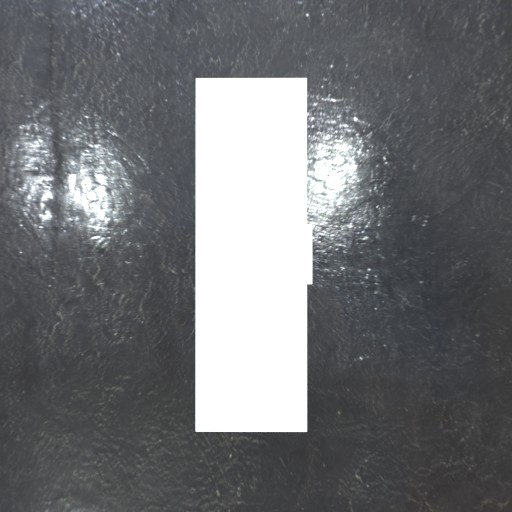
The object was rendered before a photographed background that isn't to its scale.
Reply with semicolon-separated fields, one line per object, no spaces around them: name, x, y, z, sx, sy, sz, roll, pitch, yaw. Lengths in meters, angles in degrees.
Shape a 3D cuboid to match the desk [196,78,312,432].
desk;0.000;0.000;1.580;0.250;1.280;0.750;0;90;0
